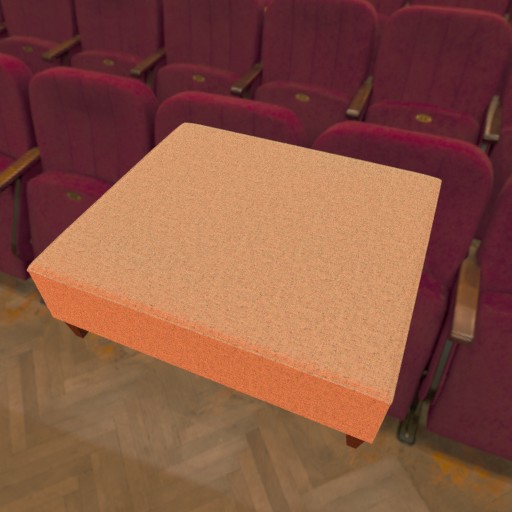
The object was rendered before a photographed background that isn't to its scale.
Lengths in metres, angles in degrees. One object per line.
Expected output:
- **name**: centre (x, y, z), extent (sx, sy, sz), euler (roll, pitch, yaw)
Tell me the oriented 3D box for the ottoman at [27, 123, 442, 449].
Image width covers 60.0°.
- **ottoman**: centre (0.000, 0.000, 1.229), extent (0.835, 0.303, 0.736), euler (17, 48, 16)
